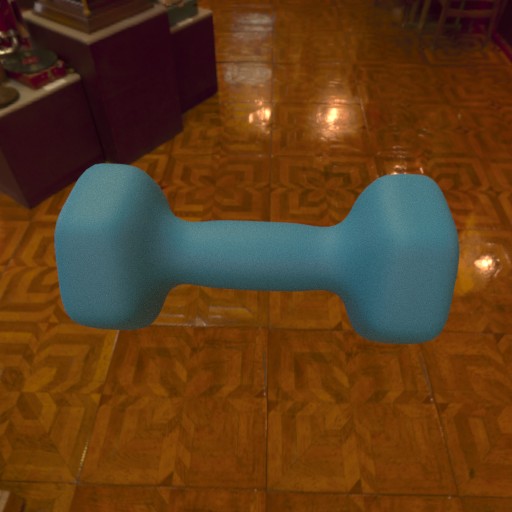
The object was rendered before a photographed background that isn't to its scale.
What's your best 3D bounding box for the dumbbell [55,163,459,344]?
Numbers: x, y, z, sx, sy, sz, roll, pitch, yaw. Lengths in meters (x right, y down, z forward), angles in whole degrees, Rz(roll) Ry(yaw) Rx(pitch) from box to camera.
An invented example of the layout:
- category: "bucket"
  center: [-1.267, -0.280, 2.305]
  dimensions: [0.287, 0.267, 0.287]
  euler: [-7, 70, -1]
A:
- category: "dumbbell"
  center: [0.000, 0.000, 0.186]
  dimensions: [0.152, 0.066, 0.074]
  euler: [3, 48, 3]
